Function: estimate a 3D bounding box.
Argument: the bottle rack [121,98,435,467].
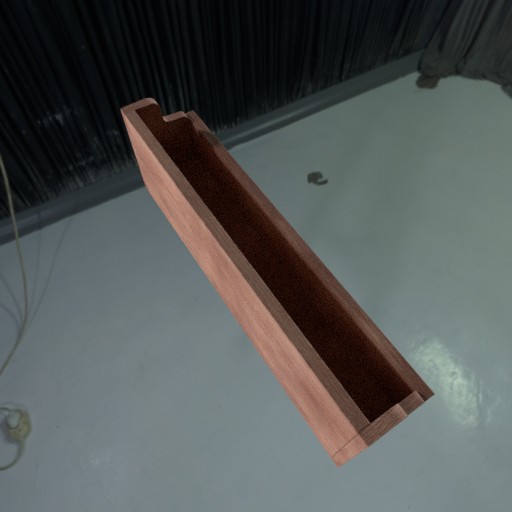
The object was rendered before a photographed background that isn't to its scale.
[{"bbox_3d":[0.000,0.000,0.687,0.126,0.196,0.608,-29,63,-17],"label":"bottle rack"}]
